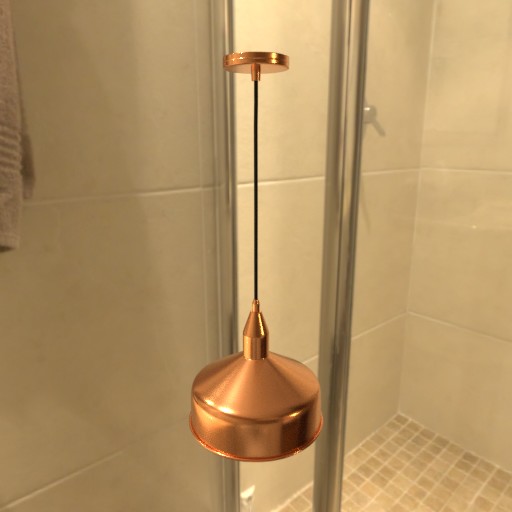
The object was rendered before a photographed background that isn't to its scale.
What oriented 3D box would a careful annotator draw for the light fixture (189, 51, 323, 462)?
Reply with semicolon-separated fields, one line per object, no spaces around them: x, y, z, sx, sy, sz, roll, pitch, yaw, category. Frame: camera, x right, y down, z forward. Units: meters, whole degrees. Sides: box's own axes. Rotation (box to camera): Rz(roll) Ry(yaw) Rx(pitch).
0.000;0.000;0.911;0.301;0.754;0.301;3;15;10;light fixture
